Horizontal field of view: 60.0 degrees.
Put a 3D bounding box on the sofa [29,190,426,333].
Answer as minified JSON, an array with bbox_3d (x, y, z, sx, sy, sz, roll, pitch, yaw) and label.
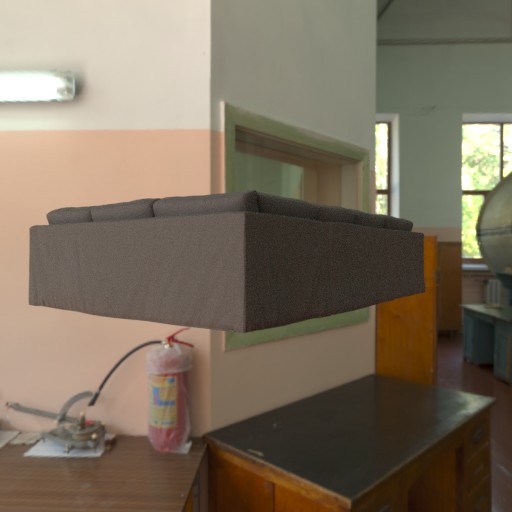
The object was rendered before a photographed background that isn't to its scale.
[{"bbox_3d":[0.000,0.000,4.568,2.476,0.878,3.528,0,0,36],"label":"sofa"}]
